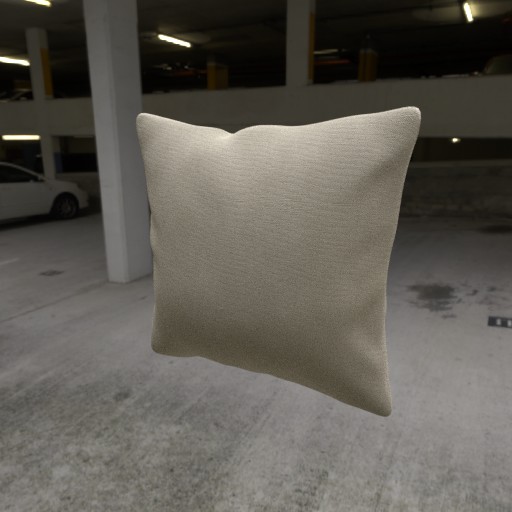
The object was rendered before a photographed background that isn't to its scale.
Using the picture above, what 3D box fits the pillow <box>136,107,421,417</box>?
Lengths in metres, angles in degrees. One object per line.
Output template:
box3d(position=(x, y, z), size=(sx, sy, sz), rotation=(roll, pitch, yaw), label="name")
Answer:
box3d(position=(0.000, 0.000, 0.670), size=(0.437, 0.420, 0.162), rotation=(8, 17, 27), label="pillow")
